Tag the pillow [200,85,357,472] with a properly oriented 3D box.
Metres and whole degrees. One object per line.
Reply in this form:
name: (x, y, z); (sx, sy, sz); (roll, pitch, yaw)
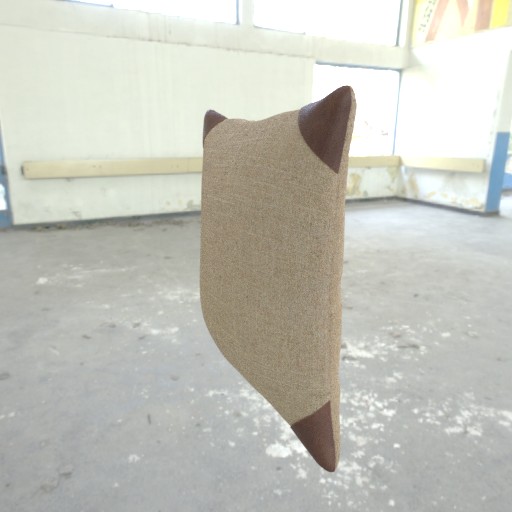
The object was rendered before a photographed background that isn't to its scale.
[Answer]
pillow: (0.000, 0.000, 0.673); (0.147, 0.448, 0.437); (-7, 16, -25)
